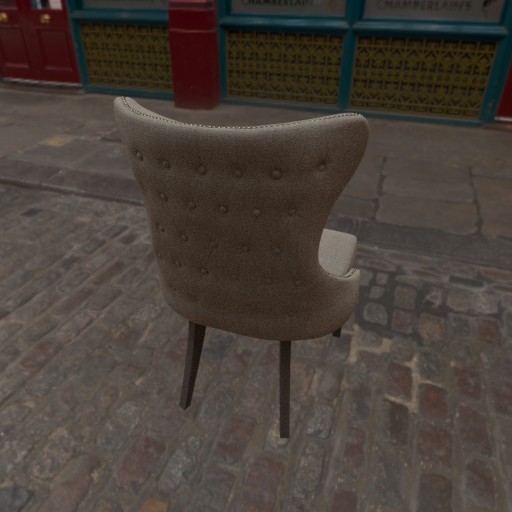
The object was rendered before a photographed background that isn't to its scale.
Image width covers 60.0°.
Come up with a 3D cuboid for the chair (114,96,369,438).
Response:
[{"bbox_3d":[0.000,0.000,1.344,0.628,0.967,0.635,10,32,16],"label":"chair"}]
